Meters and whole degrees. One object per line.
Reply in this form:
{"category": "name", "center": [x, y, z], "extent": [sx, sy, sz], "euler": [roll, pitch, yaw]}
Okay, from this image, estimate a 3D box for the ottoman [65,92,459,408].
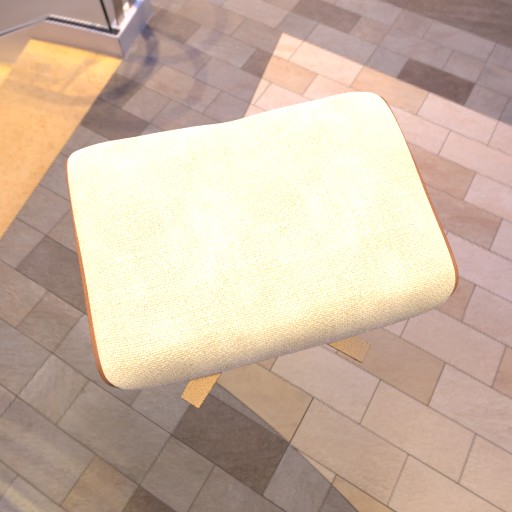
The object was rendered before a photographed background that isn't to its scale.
{"category": "ottoman", "center": [0.000, 0.000, 0.789], "extent": [0.520, 0.391, 0.394], "euler": [-14, 64, -7]}
